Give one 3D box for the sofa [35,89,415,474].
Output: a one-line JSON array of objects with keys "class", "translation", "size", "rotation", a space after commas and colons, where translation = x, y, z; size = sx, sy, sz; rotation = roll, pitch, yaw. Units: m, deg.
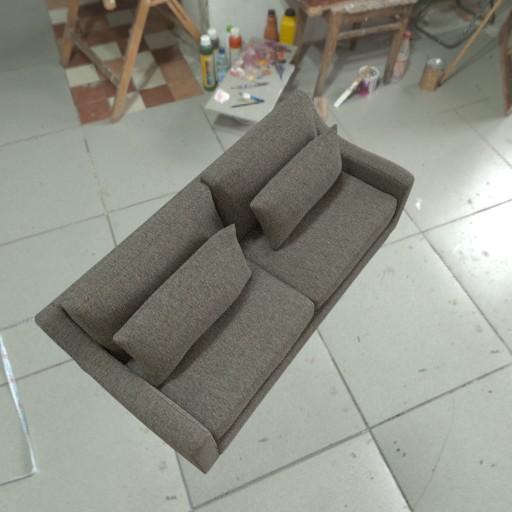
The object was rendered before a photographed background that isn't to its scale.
[{"class": "sofa", "translation": [0.000, 0.000, 2.921], "size": [1.103, 0.998, 2.418], "rotation": [34, 63, 19]}]
